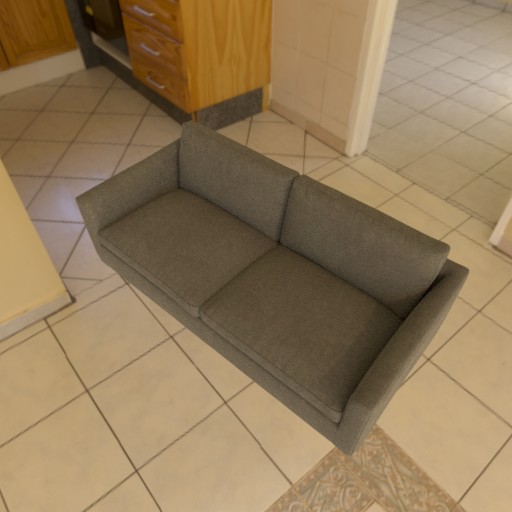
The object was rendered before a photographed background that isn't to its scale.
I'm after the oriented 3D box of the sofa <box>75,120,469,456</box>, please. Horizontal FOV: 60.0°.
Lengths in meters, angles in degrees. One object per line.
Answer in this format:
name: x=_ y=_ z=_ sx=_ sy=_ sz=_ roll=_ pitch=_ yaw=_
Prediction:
sofa: x=0.000 y=0.000 z=2.848 sx=2.257 sy=0.838 sz=1.092 roll=32 pitch=54 yaw=27
